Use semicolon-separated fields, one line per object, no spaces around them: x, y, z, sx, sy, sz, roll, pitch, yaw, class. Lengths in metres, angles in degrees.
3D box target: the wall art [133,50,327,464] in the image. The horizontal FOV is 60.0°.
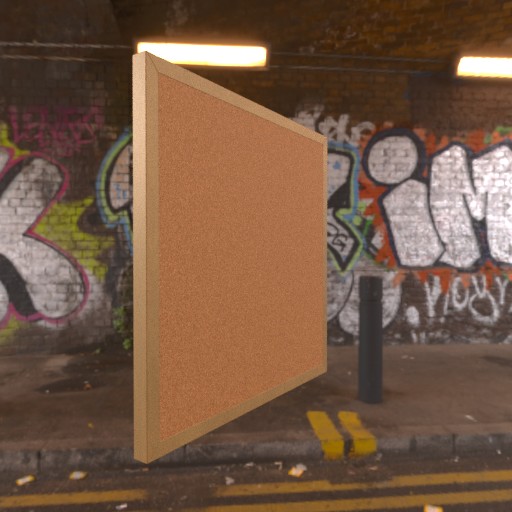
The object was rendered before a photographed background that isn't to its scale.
0.000;0.000;1.139;0.037;0.763;0.763;0;1;35;wall art
